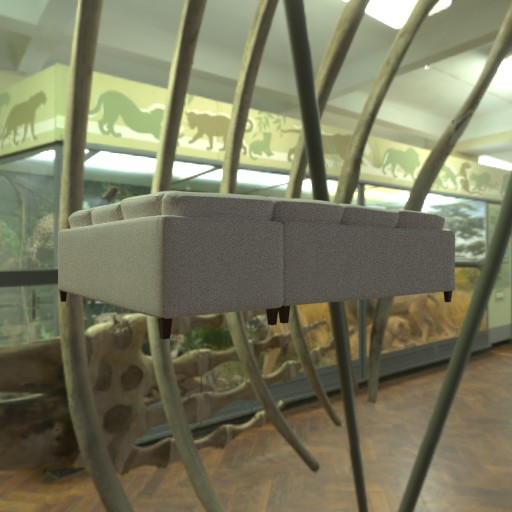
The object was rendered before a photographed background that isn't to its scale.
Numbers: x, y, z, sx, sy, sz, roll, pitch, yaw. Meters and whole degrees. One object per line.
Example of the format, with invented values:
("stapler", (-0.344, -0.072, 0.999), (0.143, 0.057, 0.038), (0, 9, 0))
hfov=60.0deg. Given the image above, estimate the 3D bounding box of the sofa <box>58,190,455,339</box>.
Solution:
("sofa", (0.000, 0.000, 4.586), (3.302, 0.947, 2.593), (0, 1, -37))
